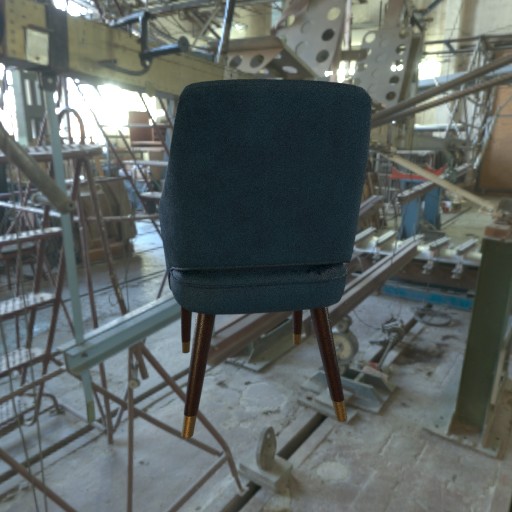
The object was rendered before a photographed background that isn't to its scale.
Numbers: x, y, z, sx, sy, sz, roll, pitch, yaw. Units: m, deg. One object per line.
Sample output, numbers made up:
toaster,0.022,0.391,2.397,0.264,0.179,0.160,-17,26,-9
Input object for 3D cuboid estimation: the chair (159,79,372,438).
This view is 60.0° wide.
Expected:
chair,0.000,0.000,1.577,0.683,1.081,0.794,-2,15,-9
